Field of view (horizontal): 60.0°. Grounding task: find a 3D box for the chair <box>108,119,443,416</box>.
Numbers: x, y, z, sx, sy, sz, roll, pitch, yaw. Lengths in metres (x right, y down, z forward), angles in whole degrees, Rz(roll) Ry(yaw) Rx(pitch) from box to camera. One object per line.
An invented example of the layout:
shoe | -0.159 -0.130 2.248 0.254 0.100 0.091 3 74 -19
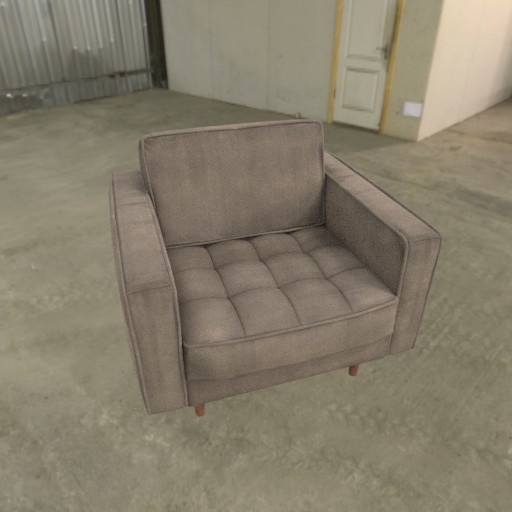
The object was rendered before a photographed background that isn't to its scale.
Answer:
chair | 0.000 0.000 1.520 0.928 0.773 0.843 -10 33 -15
